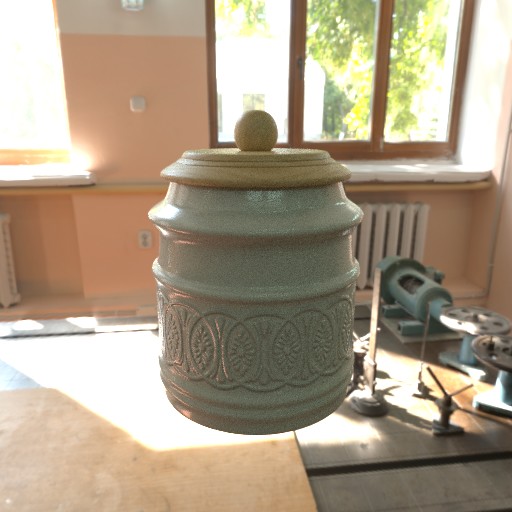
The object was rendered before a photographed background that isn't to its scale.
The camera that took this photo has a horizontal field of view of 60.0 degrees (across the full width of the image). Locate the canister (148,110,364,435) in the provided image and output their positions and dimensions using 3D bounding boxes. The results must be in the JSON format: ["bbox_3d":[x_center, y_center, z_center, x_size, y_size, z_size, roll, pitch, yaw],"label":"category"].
[{"bbox_3d":[0.000,0.000,0.282,0.130,0.176,0.130,0,16,0],"label":"canister"}]
